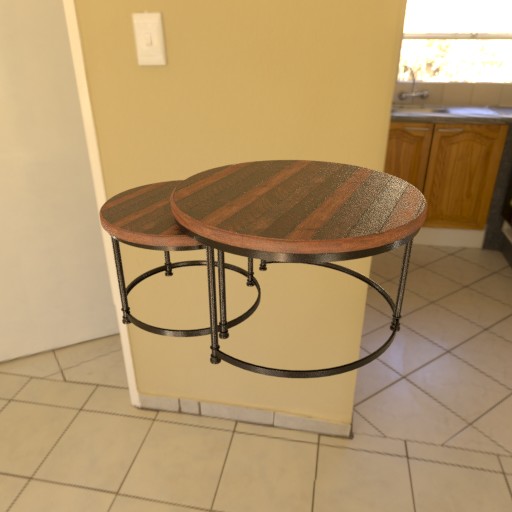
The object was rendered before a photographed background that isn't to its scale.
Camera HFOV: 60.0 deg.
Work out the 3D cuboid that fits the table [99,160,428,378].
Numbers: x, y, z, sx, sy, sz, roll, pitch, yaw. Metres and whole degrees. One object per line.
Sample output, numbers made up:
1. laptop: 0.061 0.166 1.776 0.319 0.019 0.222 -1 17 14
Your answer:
1. table: 0.000 0.000 1.664 1.152 0.516 0.870 0 26 1
